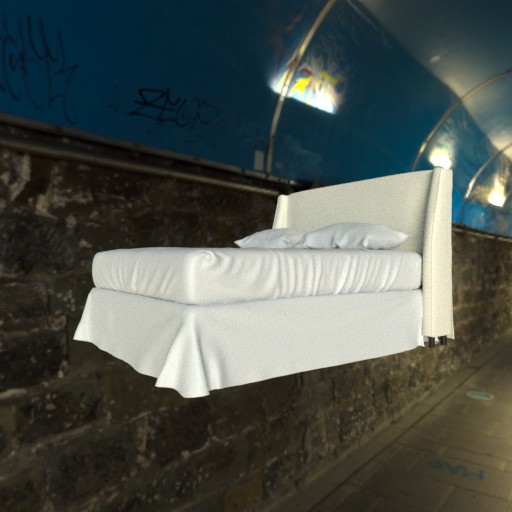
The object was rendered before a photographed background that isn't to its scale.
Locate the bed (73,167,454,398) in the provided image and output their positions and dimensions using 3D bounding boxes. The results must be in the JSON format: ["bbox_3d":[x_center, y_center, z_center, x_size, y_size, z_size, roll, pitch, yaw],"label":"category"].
[{"bbox_3d":[0.000,0.000,3.403,2.276,1.332,1.925,0,0,-36],"label":"bed"}]
